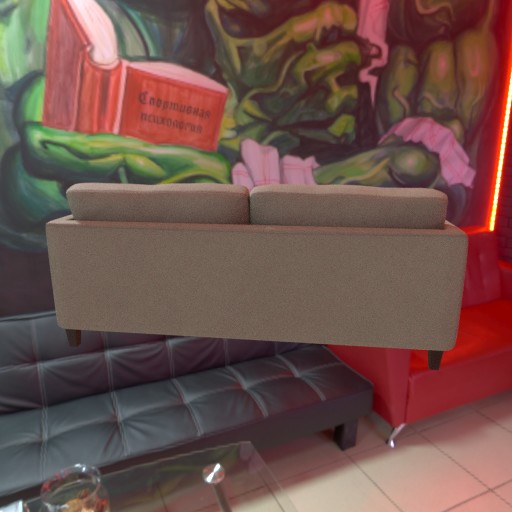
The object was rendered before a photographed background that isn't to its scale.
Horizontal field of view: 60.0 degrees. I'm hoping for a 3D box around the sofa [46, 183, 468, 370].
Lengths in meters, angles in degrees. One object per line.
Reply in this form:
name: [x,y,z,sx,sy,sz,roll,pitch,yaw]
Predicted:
sofa: [0.000,0.000,2.727,2.181,0.932,0.948,2,15,7]
